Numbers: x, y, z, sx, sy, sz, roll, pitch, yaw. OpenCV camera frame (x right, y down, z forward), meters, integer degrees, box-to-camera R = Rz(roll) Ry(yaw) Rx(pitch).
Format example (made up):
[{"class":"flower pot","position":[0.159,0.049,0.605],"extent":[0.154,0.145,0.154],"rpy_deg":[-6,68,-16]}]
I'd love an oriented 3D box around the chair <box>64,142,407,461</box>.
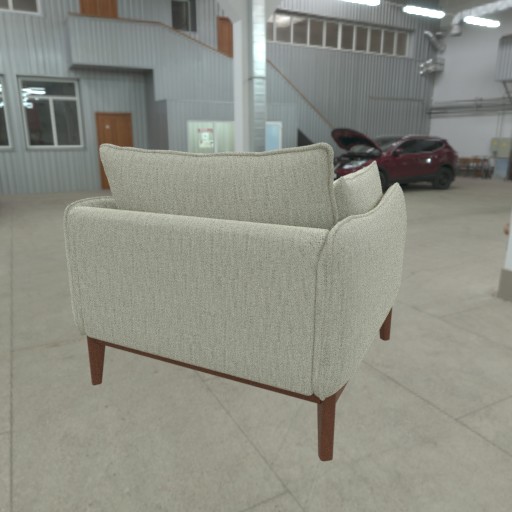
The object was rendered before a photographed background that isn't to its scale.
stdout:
[{"class":"chair","position":[0.000,0.000,1.697],"extent":[0.994,0.855,0.991],"rpy_deg":[7,17,26]}]
